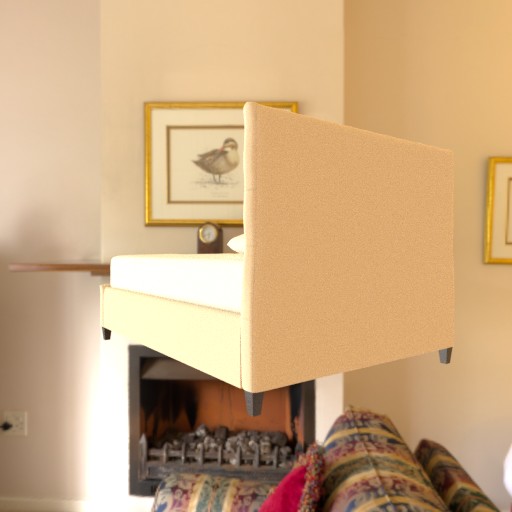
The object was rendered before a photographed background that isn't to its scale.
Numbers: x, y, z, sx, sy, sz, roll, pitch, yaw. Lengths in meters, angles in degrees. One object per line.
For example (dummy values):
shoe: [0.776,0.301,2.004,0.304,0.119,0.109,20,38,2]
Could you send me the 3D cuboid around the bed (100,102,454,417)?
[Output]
bed: [0.000,0.000,3.360,1.696,1.426,2.233,-1,1,-36]
